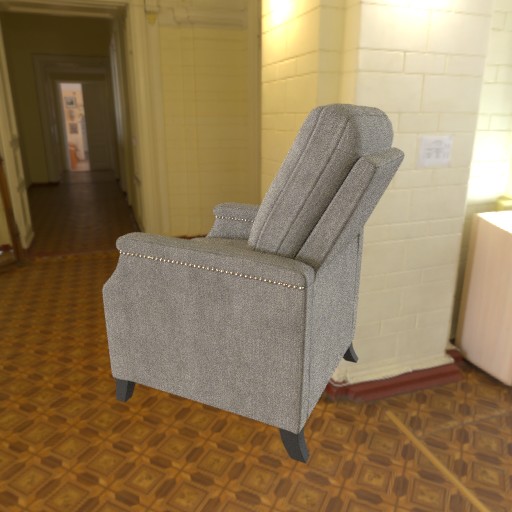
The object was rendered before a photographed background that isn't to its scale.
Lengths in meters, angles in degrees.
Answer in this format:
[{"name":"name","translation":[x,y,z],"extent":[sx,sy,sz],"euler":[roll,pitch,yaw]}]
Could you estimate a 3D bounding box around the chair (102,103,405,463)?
[{"name":"chair","translation":[0.000,0.000,1.630],"extent":[0.922,1.049,0.710],"euler":[8,19,24]}]
